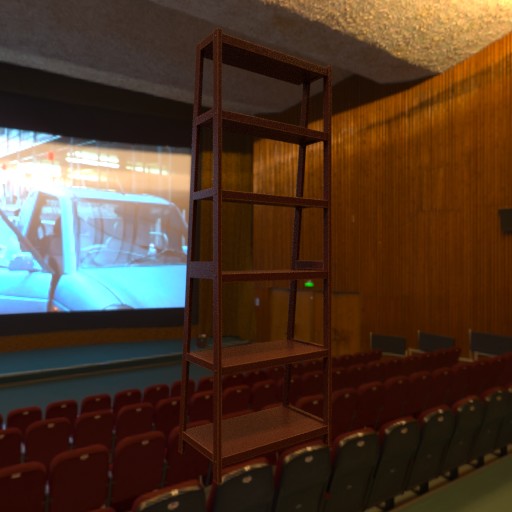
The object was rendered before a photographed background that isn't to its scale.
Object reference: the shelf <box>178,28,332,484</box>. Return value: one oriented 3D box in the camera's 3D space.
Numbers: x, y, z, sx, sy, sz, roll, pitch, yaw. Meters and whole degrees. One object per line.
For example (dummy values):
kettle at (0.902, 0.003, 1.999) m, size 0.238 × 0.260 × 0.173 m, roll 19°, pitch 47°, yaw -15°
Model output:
shelf at (0.000, 0.000, 2.182) m, size 0.660 × 1.892 × 0.381 m, roll 0°, pitch 0°, yaw -35°
